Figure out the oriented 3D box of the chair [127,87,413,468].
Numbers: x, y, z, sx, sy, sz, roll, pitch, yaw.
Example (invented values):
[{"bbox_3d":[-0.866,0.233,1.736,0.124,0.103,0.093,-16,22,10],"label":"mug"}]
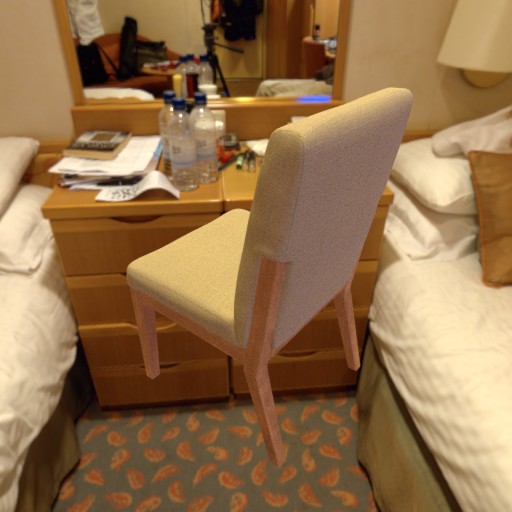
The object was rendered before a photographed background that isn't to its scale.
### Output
[{"bbox_3d":[0.000,0.000,1.256,0.586,0.911,0.507,22,38,32],"label":"chair"}]
